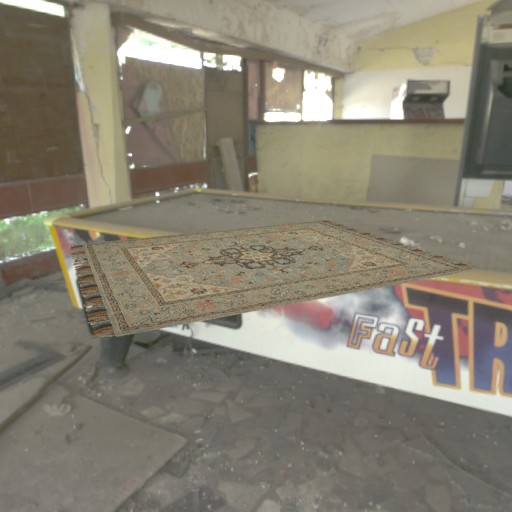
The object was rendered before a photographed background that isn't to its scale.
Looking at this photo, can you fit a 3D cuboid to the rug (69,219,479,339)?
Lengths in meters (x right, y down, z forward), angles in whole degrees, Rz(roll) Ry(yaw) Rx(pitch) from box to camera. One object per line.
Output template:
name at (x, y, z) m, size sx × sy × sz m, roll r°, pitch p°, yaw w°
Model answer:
rug at (0.000, 0.000, 3.505) m, size 2.651 × 0.010 × 1.971 m, roll -7°, pitch 18°, yaw -24°
